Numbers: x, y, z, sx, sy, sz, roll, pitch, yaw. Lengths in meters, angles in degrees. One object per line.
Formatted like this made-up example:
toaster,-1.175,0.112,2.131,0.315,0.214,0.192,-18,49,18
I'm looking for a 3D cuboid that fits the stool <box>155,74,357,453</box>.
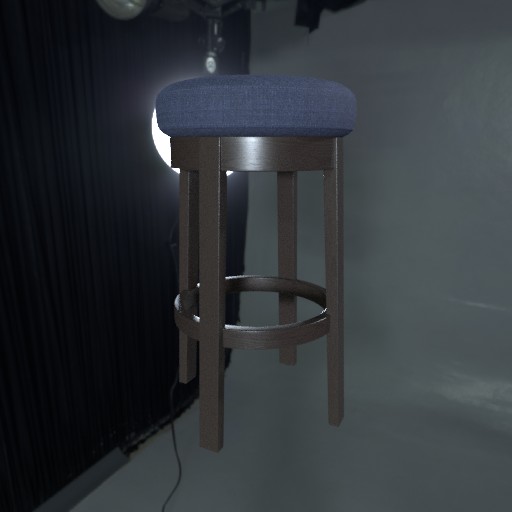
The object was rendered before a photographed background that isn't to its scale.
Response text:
stool,0.000,0.000,1.041,0.446,0.758,0.446,0,14,0
